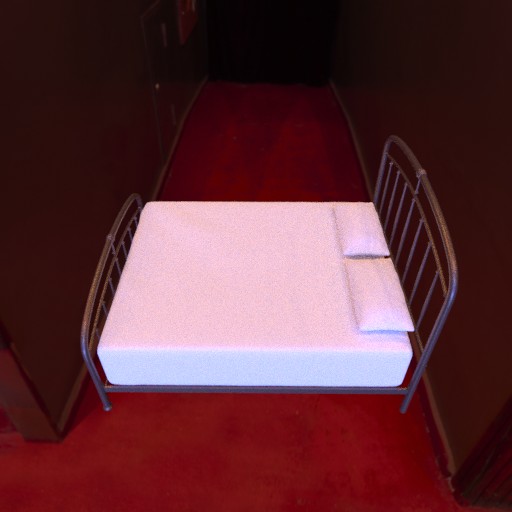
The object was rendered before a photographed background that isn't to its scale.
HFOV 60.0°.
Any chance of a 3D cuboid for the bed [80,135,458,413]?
[{"bbox_3d":[0.000,0.000,3.299,2.168,1.475,1.711,0,42,0],"label":"bed"}]
